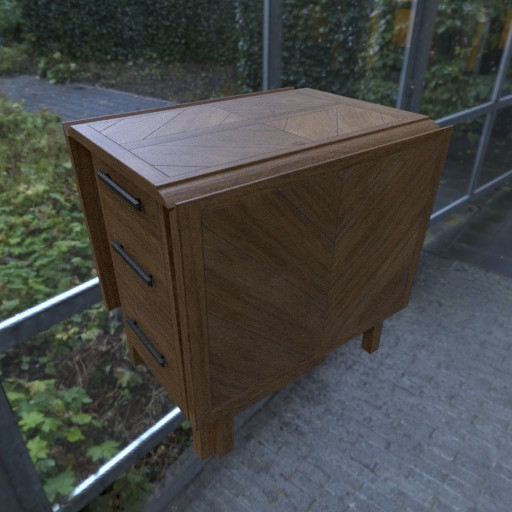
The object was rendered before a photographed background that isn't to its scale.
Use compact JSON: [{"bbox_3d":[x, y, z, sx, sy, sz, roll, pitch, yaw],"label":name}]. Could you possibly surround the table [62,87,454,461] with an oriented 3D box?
[{"bbox_3d":[0.000,0.000,1.268,0.746,0.763,0.591,-21,37,-31],"label":"table"}]
